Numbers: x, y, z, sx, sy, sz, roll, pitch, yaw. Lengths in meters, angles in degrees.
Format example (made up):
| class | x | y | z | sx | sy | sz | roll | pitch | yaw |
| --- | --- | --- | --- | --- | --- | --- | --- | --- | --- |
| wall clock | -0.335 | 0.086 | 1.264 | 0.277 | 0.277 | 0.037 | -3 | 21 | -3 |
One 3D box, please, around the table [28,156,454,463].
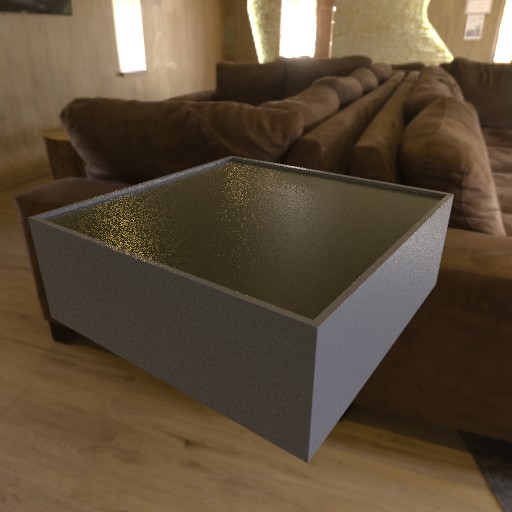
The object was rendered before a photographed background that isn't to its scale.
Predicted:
| class | x | y | z | sx | sy | sz | roll | pitch | yaw |
| --- | --- | --- | --- | --- | --- | --- | --- | --- | --- |
| table | 0.000 | 0.000 | 1.234 | 0.801 | 0.299 | 0.801 | 17 | 31 | 32 |
